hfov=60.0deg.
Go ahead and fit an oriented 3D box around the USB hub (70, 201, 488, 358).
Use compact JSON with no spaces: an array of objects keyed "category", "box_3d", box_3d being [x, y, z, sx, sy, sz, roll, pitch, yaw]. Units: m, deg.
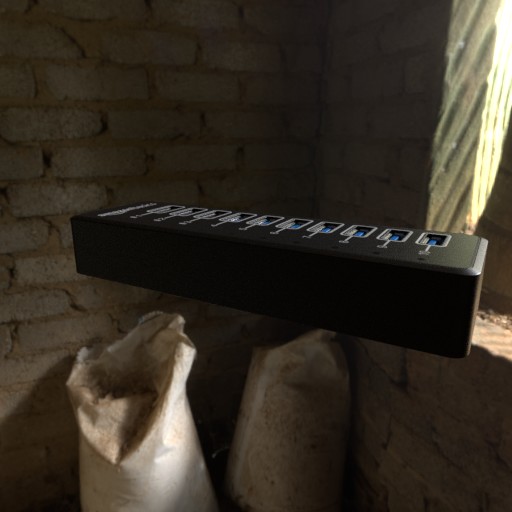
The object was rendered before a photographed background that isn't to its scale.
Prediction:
[{"category":"USB hub","box_3d":[0.000,0.000,0.159,0.145,0.023,0.044,9,19,28]}]
